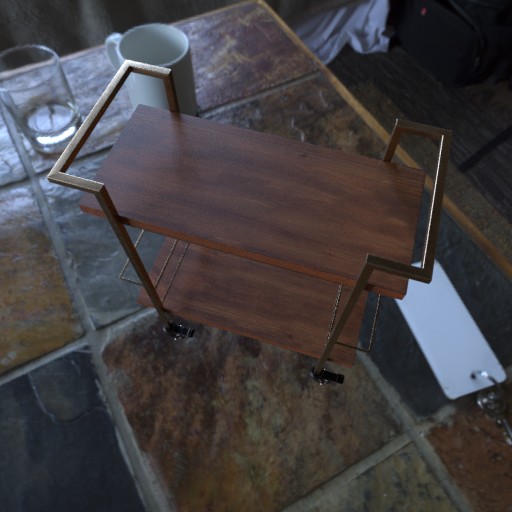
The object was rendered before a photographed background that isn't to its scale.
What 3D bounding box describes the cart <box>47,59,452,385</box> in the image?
[{"bbox_3d":[0.000,0.000,1.175,0.695,0.807,0.364,15,63,8],"label":"cart"}]
